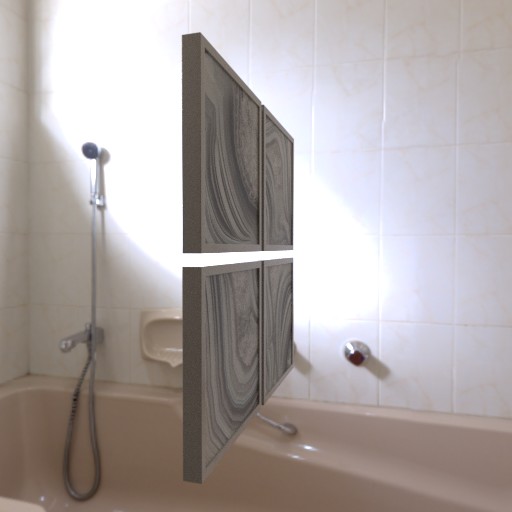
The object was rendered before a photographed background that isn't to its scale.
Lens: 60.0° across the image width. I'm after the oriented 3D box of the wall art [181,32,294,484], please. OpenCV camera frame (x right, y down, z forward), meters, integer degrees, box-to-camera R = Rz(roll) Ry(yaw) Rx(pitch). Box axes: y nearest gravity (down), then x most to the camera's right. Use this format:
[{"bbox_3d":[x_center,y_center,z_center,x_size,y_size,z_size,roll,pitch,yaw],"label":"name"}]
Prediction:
[{"bbox_3d":[0.000,0.000,0.896,0.029,0.611,0.611,0,1,17],"label":"wall art"}]
